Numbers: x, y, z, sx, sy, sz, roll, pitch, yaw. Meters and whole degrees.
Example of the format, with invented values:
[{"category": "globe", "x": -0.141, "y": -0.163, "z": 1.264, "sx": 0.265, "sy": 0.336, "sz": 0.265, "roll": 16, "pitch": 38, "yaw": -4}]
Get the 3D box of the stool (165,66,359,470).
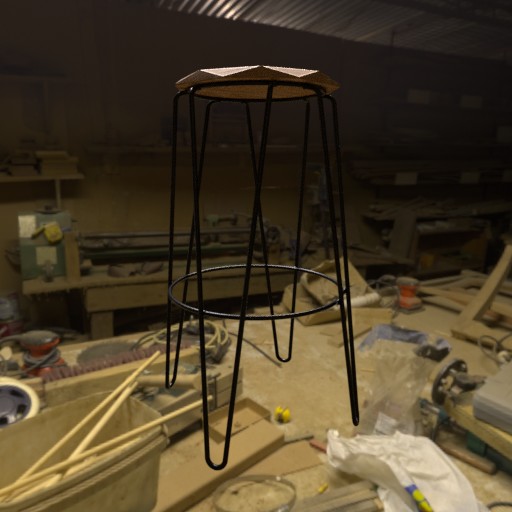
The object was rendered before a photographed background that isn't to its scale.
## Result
[{"category": "stool", "x": 0.000, "y": 0.000, "z": 0.819, "sx": 0.326, "sy": 0.610, "sz": 0.326, "roll": -6, "pitch": 14, "yaw": -24}]
